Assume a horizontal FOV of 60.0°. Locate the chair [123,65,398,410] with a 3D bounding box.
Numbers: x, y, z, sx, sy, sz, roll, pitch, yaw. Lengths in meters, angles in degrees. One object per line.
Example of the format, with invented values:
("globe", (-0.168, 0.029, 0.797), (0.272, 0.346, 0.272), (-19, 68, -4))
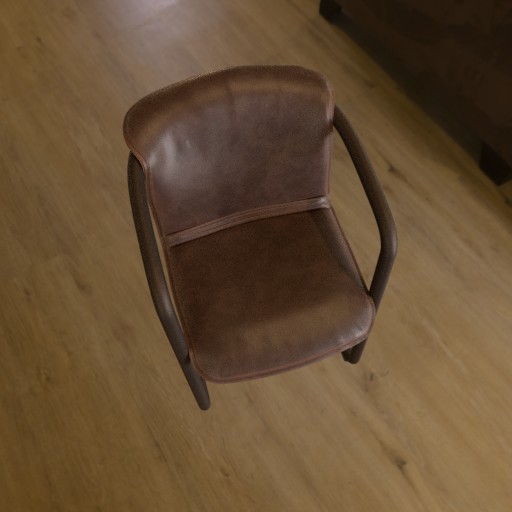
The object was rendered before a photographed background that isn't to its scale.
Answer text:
("chair", (0.000, 0.000, 1.231), (0.536, 0.836, 0.664), (-15, 63, -8))
